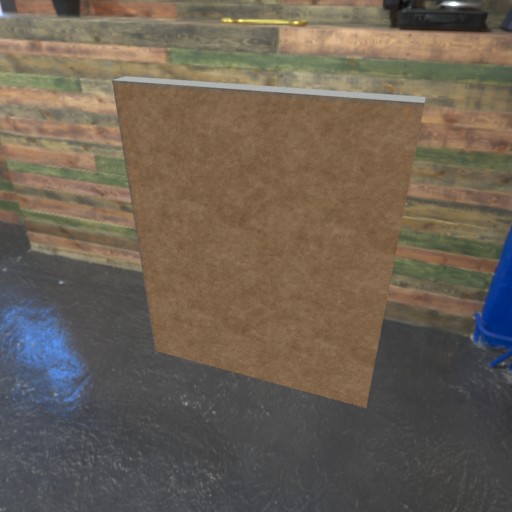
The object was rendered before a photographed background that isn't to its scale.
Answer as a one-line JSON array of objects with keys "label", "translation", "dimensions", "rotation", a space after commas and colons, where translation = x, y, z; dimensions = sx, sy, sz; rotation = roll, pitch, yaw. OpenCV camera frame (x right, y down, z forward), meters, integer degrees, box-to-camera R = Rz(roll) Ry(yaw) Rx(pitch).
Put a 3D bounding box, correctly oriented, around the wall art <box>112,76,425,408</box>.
[{"label": "wall art", "translation": [0.000, 0.000, 0.768], "dimensions": [0.453, 0.554, 0.037], "rotation": [11, 33, 17]}]
